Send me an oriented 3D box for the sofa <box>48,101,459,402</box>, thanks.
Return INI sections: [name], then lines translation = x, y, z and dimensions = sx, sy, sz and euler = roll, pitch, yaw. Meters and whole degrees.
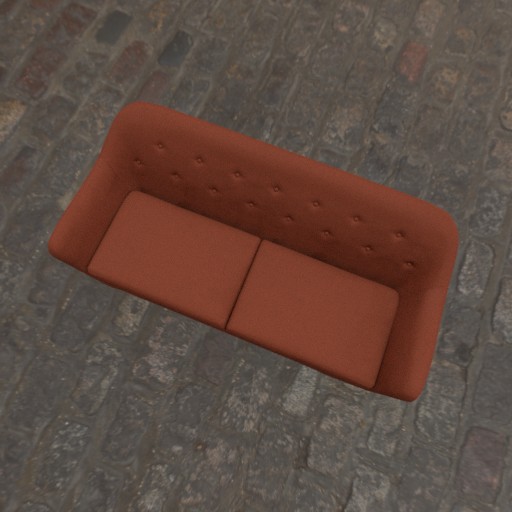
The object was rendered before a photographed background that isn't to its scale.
[sofa]
translation = 0.000, 0.000, 2.258
dimensions = 1.840, 0.836, 0.820
euler = 21, 76, 6
